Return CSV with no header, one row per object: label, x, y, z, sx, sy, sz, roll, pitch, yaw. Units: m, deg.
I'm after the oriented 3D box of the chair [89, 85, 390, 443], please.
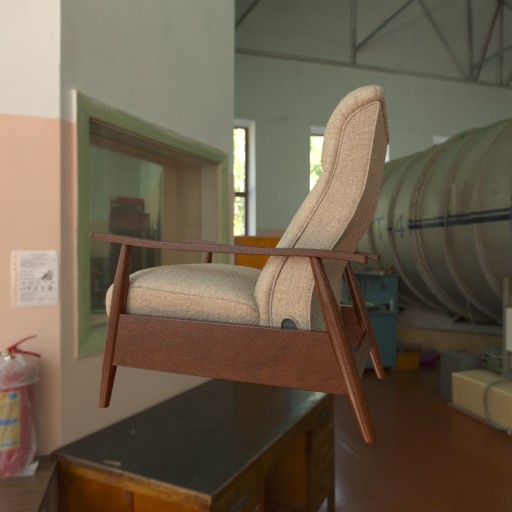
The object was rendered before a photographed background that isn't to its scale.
chair,0.000,0.000,1.782,1.014,1.082,0.762,0,0,18
